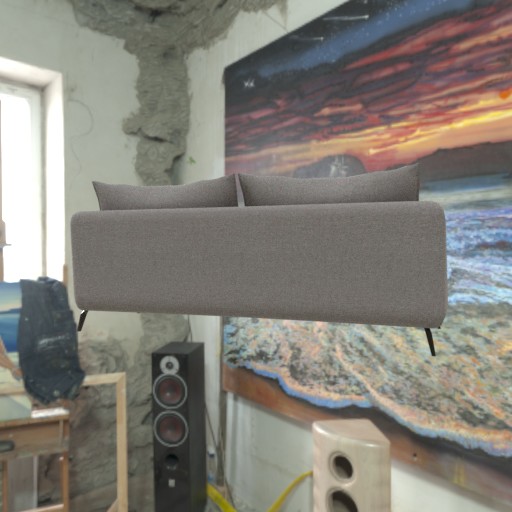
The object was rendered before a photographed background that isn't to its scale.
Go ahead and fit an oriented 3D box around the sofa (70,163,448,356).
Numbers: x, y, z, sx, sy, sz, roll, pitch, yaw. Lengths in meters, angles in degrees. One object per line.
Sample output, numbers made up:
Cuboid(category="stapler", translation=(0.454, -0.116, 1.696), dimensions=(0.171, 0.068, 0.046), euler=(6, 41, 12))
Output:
Cuboid(category="sofa", translation=(0.000, 0.000, 2.490), dimensions=(2.022, 0.833, 0.809), euler=(0, 1, 18))
